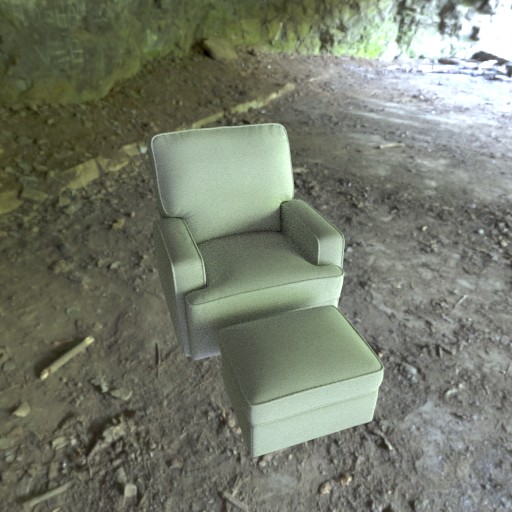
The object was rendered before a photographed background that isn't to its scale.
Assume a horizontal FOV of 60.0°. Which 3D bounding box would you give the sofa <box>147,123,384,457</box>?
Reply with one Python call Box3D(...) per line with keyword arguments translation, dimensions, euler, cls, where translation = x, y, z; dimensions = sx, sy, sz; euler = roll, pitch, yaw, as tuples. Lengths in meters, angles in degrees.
Box3D(translation=(0.000, 0.000, 2.117), dimensions=(0.861, 0.959, 1.472), euler=(-10, 33, -16), cls="sofa")
